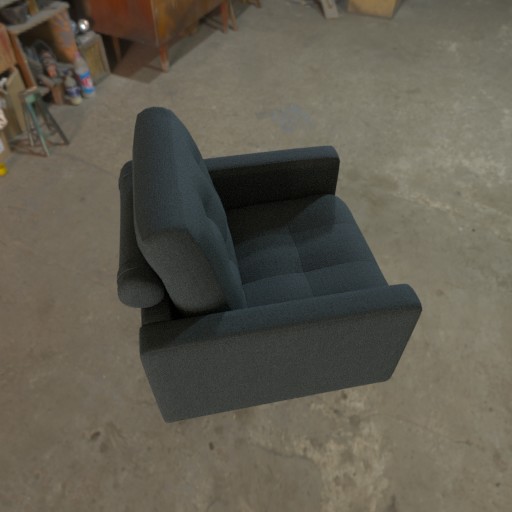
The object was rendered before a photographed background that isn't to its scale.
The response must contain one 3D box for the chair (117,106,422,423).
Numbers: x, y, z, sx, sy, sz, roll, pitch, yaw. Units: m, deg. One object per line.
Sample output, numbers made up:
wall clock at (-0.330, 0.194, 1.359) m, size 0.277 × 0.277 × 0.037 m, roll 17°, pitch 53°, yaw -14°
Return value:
chair at (0.000, 0.000, 1.534) m, size 0.843 × 0.880 × 0.821 m, roll -8°, pitch 48°, yaw -8°
